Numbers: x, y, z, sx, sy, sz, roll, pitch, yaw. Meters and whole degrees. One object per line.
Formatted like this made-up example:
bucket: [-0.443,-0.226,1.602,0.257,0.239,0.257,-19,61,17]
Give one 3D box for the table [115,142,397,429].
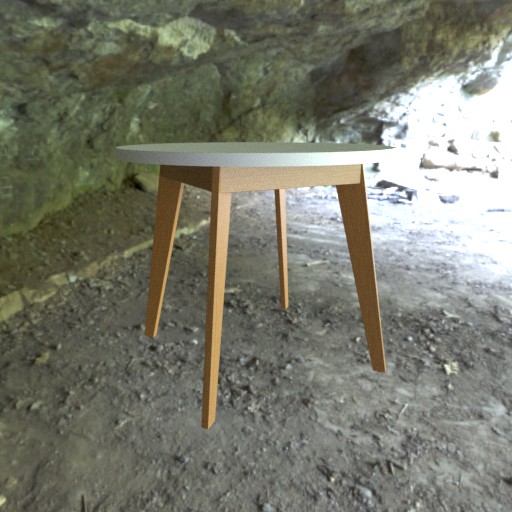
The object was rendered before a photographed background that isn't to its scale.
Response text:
table: [0.000,0.000,1.579,0.896,0.762,0.896,0,16,0]
